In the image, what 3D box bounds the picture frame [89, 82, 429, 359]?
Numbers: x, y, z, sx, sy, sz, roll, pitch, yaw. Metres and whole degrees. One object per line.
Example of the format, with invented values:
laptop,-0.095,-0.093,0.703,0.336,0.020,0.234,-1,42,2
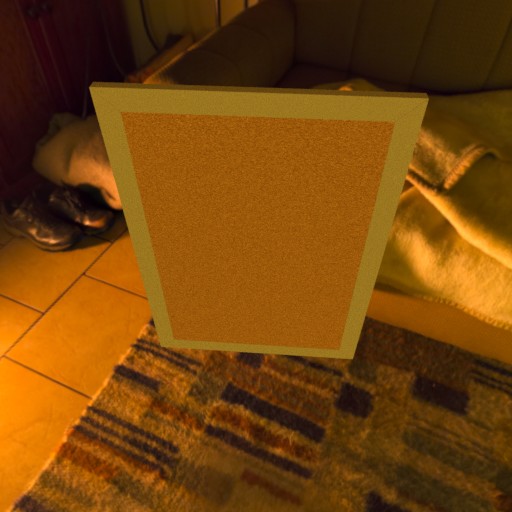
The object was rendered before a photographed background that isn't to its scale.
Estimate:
picture frame,0.000,0.000,0.592,0.326,0.459,0.011,3,46,3
